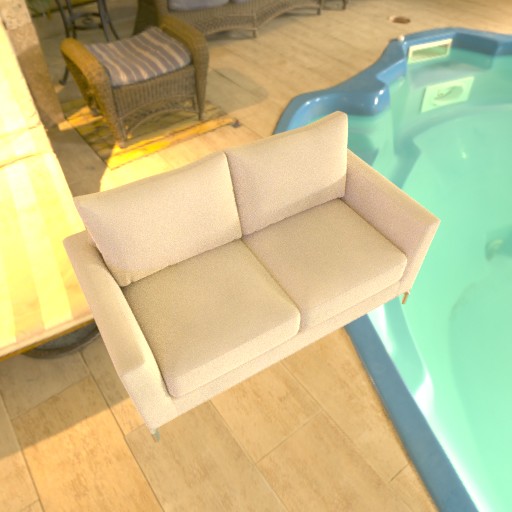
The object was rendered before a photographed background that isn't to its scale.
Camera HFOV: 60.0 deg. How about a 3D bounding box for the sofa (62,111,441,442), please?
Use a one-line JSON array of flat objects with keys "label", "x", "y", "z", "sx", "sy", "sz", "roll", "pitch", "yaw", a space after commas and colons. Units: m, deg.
[{"label": "sofa", "x": 0.000, "y": 0.000, "z": 2.395, "sx": 1.739, "sy": 0.995, "sz": 0.906, "roll": -24, "pitch": 51, "yaw": -21}]
